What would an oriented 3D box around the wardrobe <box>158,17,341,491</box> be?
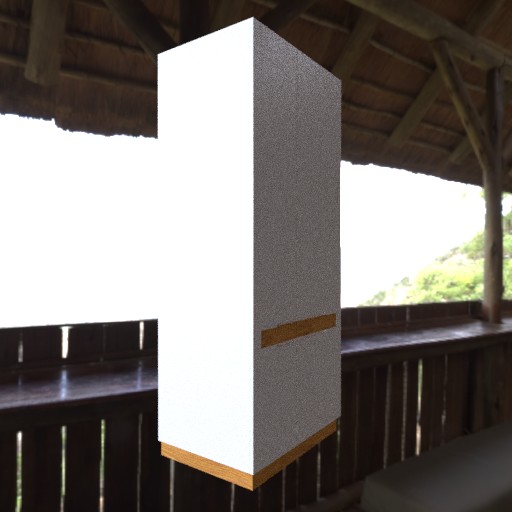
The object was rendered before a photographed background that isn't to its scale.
[{"bbox_3d":[0.000,0.000,2.416,0.600,2.040,0.860,0,0,36],"label":"wardrobe"}]
